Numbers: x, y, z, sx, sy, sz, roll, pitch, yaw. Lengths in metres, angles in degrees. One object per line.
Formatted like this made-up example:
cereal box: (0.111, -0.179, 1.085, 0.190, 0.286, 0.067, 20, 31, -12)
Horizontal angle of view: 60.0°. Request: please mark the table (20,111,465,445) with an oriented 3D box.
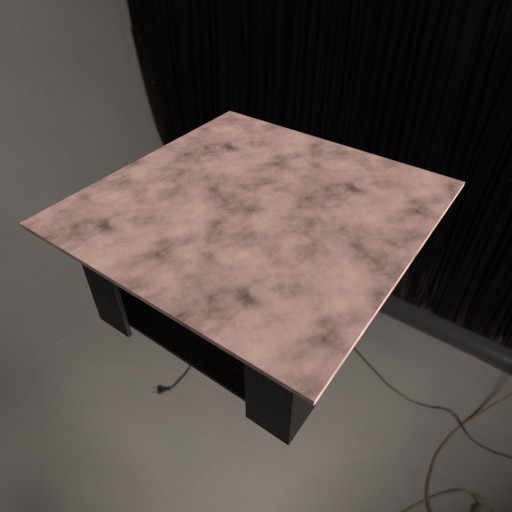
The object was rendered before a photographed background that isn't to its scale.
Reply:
table: (0.000, 0.000, 1.032, 0.670, 0.305, 0.670, 25, 47, 26)
